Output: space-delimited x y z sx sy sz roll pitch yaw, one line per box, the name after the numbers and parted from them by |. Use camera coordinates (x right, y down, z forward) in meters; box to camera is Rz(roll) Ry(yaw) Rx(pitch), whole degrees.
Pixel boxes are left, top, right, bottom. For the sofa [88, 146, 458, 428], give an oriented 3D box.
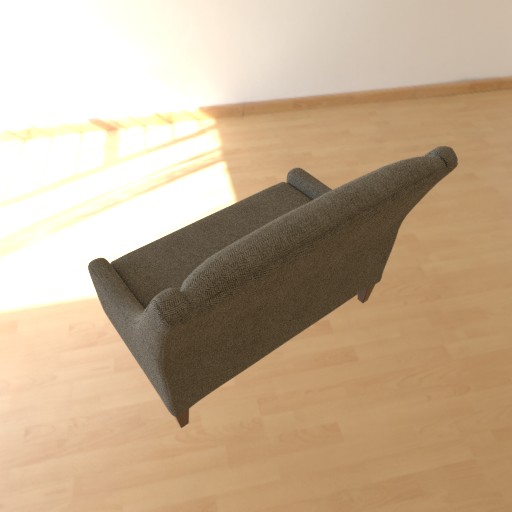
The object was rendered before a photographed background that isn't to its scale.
0.000 0.000 1.931 1.242 1.021 0.870 -28 52 -25 | sofa
